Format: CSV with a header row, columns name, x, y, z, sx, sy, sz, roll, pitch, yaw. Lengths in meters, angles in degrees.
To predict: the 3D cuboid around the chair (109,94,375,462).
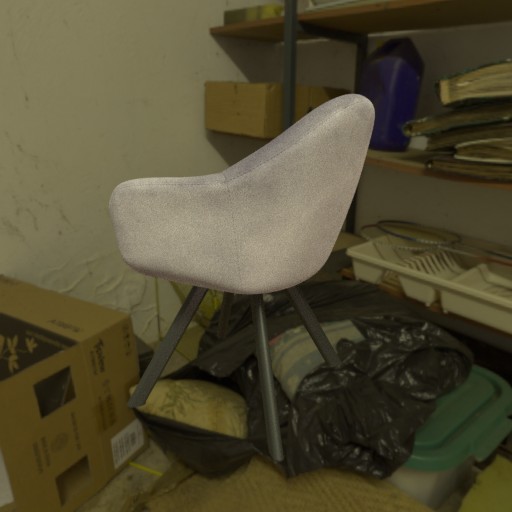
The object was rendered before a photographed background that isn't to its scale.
name,x,y,z,sx,sy,sz,roll,pitch,yaw
chair,0.000,0.000,1.152,0.540,0.780,0.570,8,19,26
